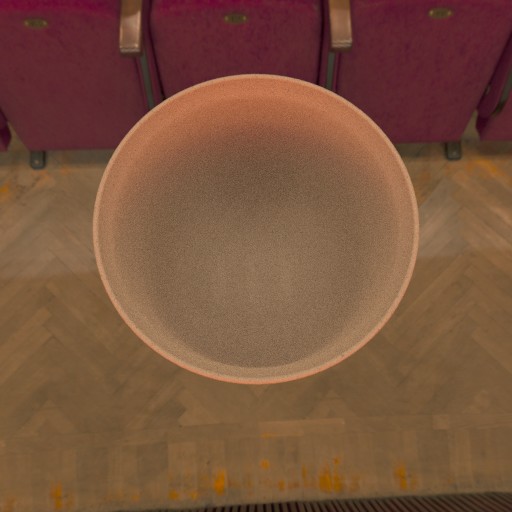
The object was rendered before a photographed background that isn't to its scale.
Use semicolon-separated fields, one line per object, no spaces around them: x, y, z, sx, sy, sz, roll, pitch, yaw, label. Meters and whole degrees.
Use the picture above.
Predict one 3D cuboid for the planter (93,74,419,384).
0.000;0.000;0.491;0.268;0.270;0.268;0;75;0;planter
